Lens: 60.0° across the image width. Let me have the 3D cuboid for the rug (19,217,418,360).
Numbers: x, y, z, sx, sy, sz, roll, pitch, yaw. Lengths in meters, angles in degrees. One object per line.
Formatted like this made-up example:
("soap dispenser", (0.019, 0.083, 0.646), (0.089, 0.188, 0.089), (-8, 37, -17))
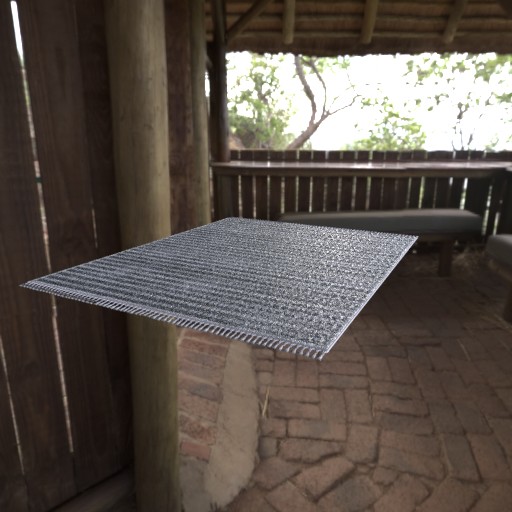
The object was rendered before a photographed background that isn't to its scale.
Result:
("rug", (0.000, 0.000, 3.846), (2.256, 0.013, 2.910), (8, 18, 27))
